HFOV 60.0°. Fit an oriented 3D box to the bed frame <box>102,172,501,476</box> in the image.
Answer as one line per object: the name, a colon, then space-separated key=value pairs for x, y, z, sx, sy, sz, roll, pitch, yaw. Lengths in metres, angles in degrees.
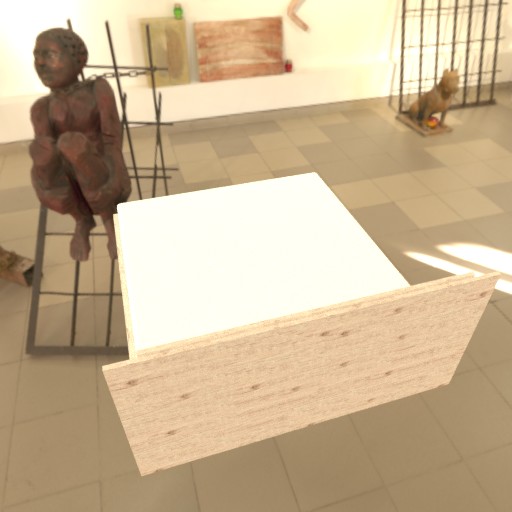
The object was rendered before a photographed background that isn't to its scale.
bed frame: x=0.000 y=0.000 z=3.079 sx=1.950 sy=0.970 sz=2.080 roll=-11 pitch=41 yaw=-13
